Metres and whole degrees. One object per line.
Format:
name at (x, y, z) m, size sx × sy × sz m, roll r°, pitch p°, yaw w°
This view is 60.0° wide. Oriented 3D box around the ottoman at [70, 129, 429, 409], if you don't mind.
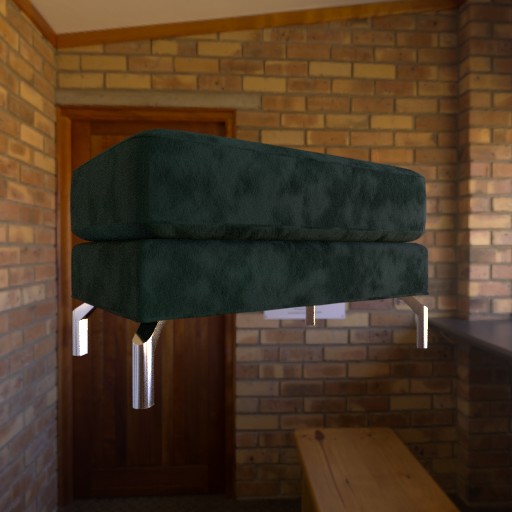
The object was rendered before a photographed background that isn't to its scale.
ottoman at (0.000, 0.000, 1.241) m, size 0.886 × 0.533 × 0.536 m, roll -1°, pitch 1°, yaw -35°
